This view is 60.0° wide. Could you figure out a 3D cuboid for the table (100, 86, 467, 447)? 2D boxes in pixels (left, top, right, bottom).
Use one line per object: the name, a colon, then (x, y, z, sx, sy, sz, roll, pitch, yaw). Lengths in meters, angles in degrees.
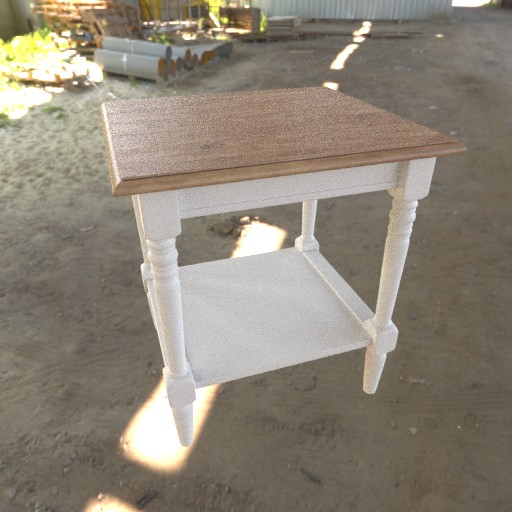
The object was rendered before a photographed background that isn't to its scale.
table: (0.000, 0.000, 0.914, 0.508, 0.561, 0.457, -10, 33, -16)
